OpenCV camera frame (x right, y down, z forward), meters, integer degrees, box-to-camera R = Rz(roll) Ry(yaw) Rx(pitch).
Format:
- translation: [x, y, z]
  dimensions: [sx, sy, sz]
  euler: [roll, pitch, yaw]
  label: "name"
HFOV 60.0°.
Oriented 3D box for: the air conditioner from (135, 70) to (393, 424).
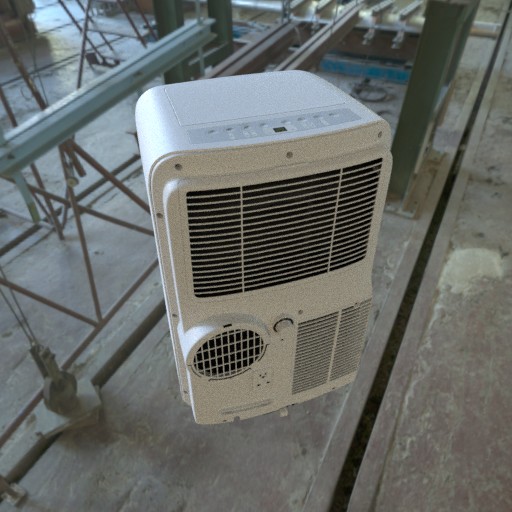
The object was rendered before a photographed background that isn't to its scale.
- translation: [0.000, 0.000, 1.065]
  dimensions: [0.478, 0.765, 0.467]
  euler: [-12, 43, -14]
  label: "air conditioner"
